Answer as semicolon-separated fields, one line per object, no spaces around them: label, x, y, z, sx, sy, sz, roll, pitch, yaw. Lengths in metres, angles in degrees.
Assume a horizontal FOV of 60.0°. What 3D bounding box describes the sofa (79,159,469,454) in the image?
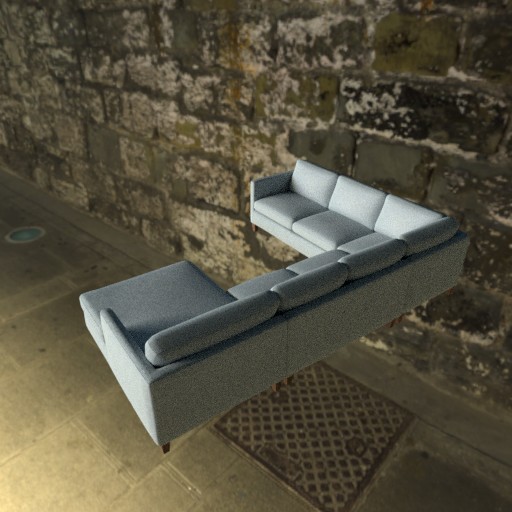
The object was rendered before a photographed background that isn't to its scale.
sofa;0.000;0.000;4.491;3.403;0.889;2.551;-19;35;-30
